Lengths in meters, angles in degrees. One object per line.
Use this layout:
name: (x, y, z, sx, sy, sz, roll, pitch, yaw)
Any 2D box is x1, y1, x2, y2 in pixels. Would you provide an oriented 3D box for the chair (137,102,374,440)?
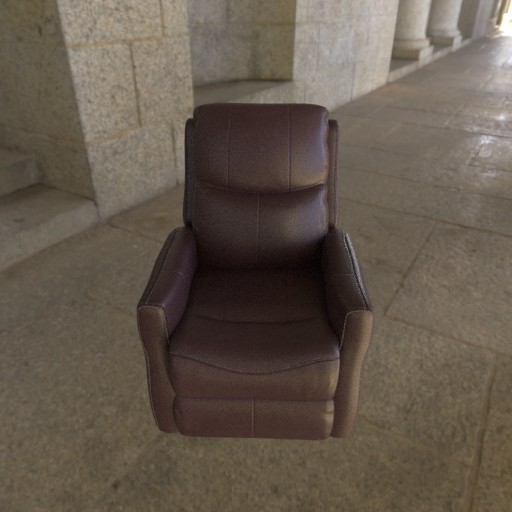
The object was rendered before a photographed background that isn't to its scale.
chair: (0.000, 0.000, 1.789, 0.829, 1.030, 1.080, 1, 31, 2)
